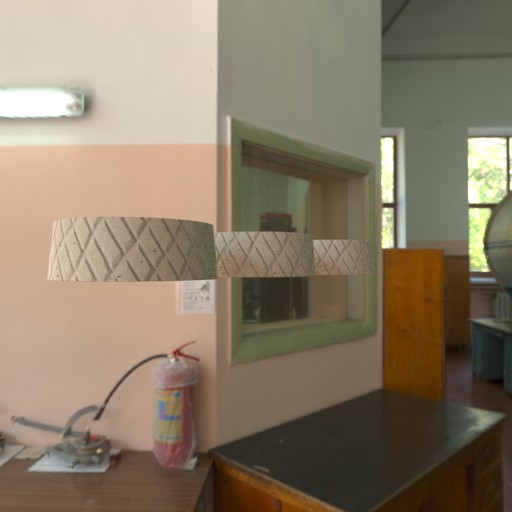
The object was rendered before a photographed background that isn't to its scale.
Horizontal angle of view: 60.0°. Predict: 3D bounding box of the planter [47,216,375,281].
[{"bbox_3d":[0.000,0.000,0.421,0.114,0.038,0.390,-1,-2,37],"label":"planter"}]
